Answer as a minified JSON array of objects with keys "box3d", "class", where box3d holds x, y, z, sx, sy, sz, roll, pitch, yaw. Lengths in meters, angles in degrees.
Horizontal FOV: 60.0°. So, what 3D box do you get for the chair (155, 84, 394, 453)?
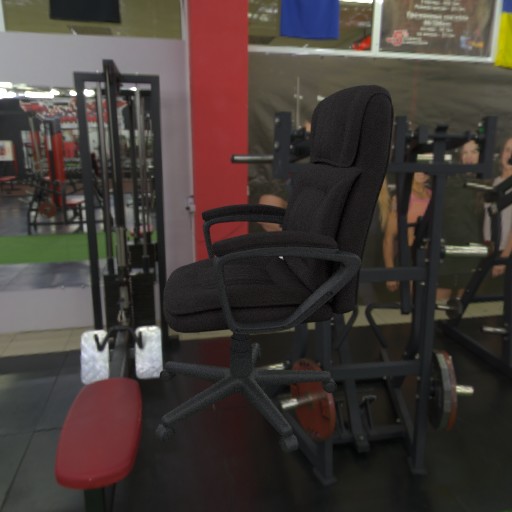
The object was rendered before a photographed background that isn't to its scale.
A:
[{"box3d":[0.000,0.000,1.533,0.724,1.105,0.667,-2,15,-9],"class":"chair"}]
